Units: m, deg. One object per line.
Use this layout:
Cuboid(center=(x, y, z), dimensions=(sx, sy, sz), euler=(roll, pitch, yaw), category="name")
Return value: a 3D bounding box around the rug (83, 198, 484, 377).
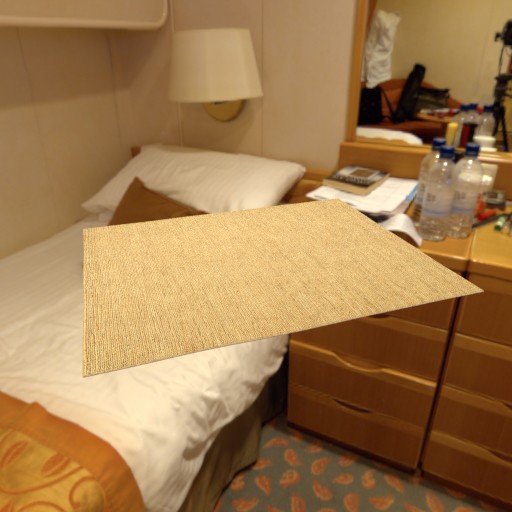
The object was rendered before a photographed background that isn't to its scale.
Cuboid(center=(0.000, 0.000, 4.117), dimensions=(3.034, 0.012, 2.406), euler=(-9, 28, -17), category="rug")
